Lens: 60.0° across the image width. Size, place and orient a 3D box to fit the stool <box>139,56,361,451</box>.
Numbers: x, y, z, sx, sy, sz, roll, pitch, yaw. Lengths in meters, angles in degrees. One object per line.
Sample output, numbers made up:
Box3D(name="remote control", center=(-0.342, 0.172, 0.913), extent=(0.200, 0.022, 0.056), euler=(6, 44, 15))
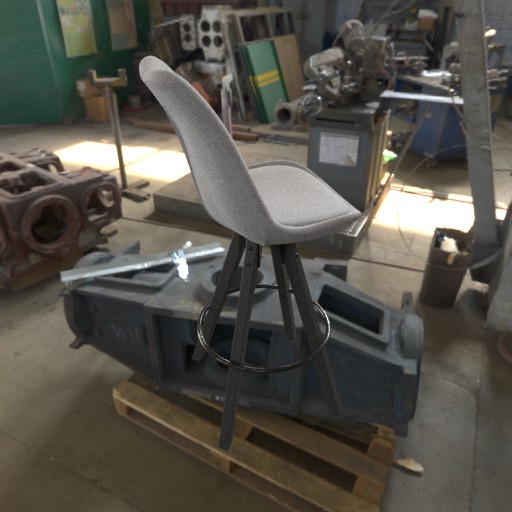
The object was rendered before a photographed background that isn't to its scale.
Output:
Box3D(name="stool", center=(0.000, 0.000, 1.358), extent=(0.550, 1.115, 0.485), euler=(-10, 32, -16))
